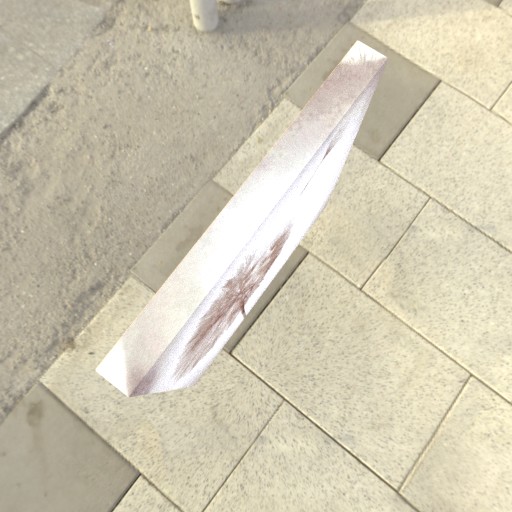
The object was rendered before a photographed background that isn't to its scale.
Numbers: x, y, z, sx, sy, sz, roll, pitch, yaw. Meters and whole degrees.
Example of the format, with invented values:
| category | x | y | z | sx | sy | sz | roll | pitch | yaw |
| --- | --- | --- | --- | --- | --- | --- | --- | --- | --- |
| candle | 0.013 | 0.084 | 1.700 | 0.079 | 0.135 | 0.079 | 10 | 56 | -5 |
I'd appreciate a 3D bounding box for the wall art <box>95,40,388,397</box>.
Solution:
| category | x | y | z | sx | sy | sz | roll | pitch | yaw |
| --- | --- | --- | --- | --- | --- | --- | --- | --- | --- |
| wall art | 0.000 | 0.000 | 0.452 | 0.028 | 0.303 | 0.303 | 35 | 78 | 9 |
